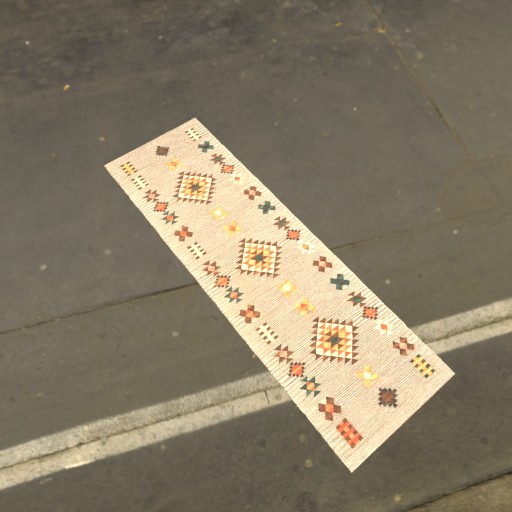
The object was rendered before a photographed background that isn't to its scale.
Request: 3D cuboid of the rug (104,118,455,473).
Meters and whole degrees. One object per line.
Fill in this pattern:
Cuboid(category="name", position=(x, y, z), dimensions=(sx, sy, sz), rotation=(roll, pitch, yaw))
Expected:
Cuboid(category="rug", position=(0.000, 0.000, 2.700), dimensions=(0.766, 0.008, 2.432), rotation=(-34, 65, -18))
